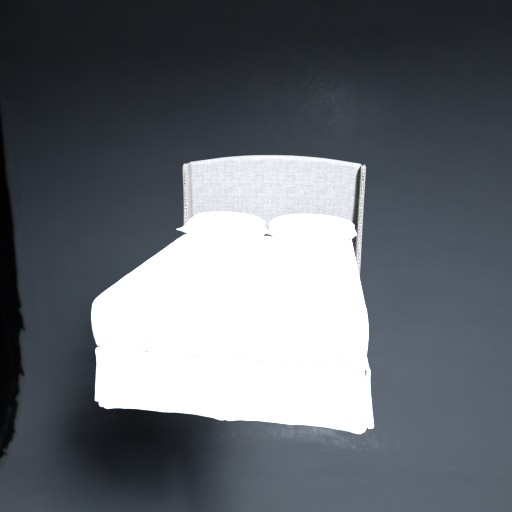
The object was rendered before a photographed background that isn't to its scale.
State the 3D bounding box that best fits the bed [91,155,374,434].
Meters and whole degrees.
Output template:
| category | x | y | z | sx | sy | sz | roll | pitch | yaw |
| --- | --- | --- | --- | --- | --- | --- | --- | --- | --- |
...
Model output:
| category | x | y | z | sx | sy | sz | roll | pitch | yaw |
| --- | --- | --- | --- | --- | --- | --- | --- | --- | --- |
| bed | 0.000 | 0.000 | 3.404 | 1.710 | 1.407 | 2.237 | 2 | 16 | 9 |
